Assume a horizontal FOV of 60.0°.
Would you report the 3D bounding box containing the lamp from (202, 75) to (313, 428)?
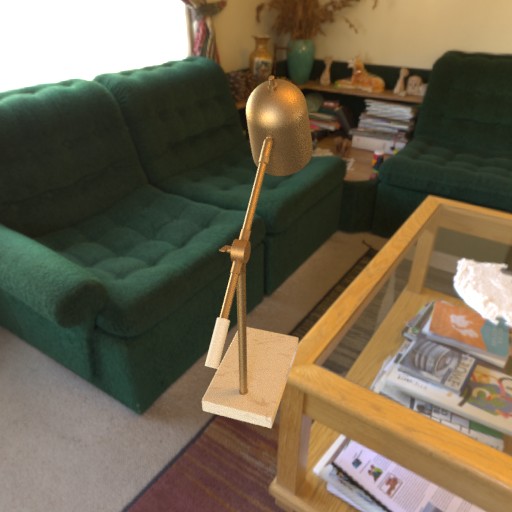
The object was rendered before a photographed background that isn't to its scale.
[{"bbox_3d":[0.000,0.000,0.826,0.144,0.603,0.471,9,33,15],"label":"lamp"}]
